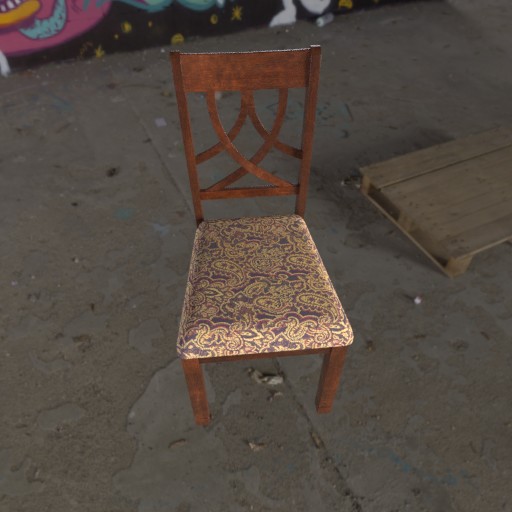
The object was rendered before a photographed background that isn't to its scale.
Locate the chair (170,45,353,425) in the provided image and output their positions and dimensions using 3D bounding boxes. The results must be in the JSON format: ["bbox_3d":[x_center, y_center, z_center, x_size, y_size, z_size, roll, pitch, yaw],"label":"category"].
[{"bbox_3d":[0.000,0.000,1.291,0.457,0.965,0.584,-4,46,-4],"label":"chair"}]
